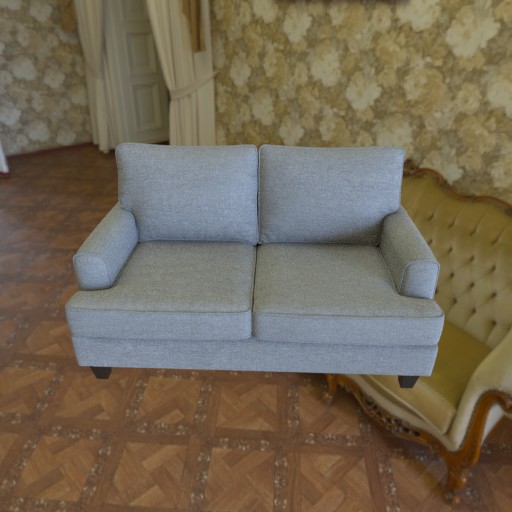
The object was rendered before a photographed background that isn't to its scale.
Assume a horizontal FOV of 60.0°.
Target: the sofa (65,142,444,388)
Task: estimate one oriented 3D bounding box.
[{"bbox_3d":[0.000,0.000,2.245,1.651,0.965,0.965,1,29,2],"label":"sofa"}]
